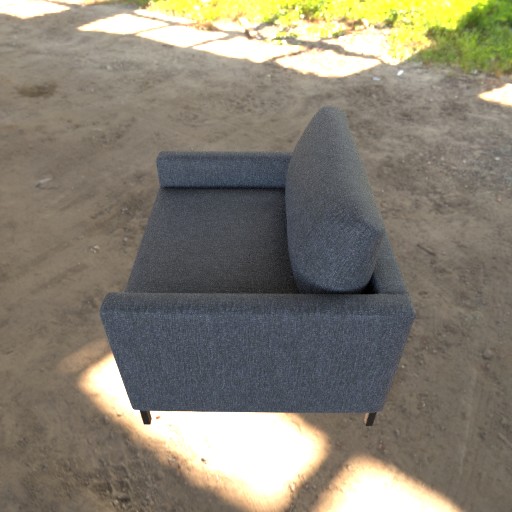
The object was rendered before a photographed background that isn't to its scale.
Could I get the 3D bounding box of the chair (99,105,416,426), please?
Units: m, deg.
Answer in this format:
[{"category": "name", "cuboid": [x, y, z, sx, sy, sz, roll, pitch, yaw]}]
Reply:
[{"category": "chair", "cuboid": [0.000, 0.000, 1.645, 0.866, 0.861, 0.963, 0, 40, 0]}]
